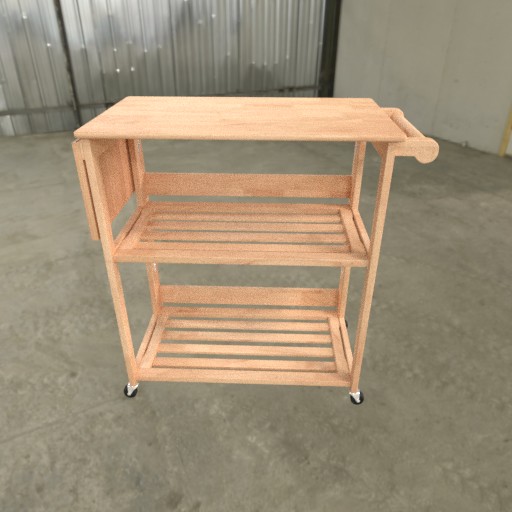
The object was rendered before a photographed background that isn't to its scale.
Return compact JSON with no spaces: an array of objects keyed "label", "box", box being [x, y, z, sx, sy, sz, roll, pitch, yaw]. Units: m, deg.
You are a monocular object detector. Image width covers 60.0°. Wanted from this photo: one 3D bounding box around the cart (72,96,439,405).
[{"label":"cart","box":[0.000,0.000,1.396,0.853,0.879,0.432,1,30,2]}]
